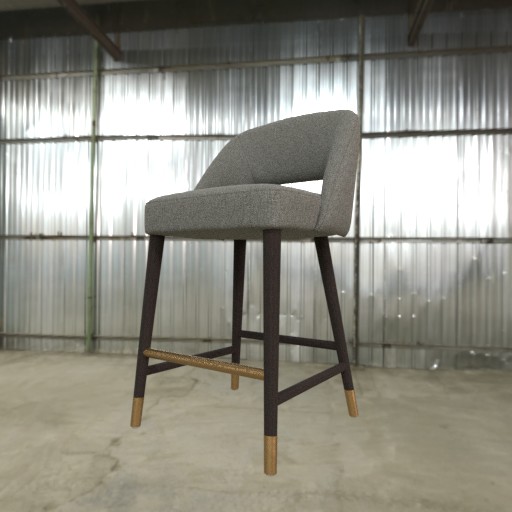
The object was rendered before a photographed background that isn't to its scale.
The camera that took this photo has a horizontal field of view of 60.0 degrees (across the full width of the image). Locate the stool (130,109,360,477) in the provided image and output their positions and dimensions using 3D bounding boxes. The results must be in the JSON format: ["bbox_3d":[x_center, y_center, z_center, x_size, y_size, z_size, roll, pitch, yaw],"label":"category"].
[{"bbox_3d":[0.000,0.000,1.265,0.536,0.925,0.524,0,0,36],"label":"stool"}]
